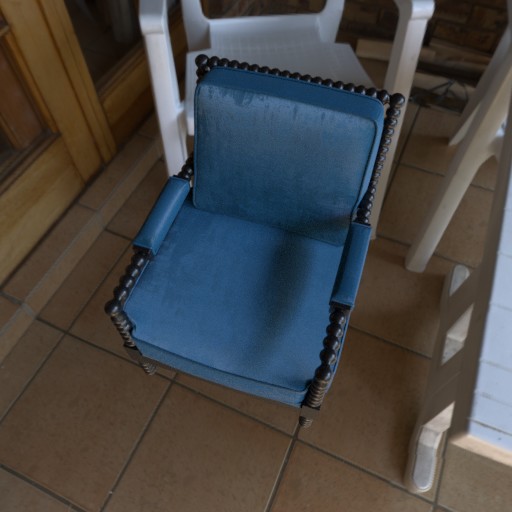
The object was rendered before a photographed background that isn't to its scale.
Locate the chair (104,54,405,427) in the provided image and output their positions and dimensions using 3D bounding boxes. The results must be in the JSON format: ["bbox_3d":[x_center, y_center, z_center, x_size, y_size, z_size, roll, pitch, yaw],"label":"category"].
[{"bbox_3d":[0.000,0.000,1.448,0.688,0.857,0.805,15,59,10],"label":"chair"}]
